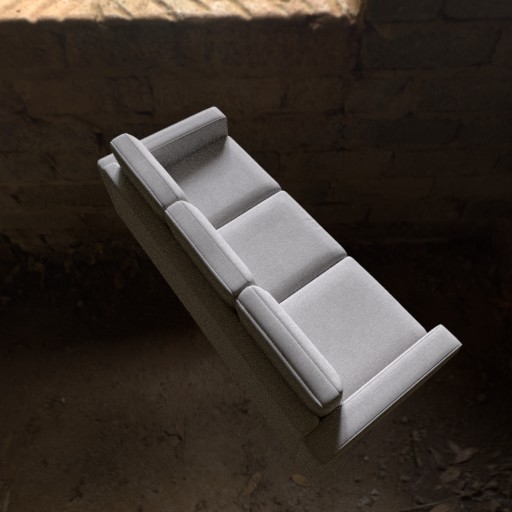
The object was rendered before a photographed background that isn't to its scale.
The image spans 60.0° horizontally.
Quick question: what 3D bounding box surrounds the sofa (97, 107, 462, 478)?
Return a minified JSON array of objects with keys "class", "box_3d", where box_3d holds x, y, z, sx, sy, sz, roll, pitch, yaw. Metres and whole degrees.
[{"class":"sofa","box_3d":[0.000,0.000,2.525,0.900,0.800,2.120,-32,63,-19]}]
